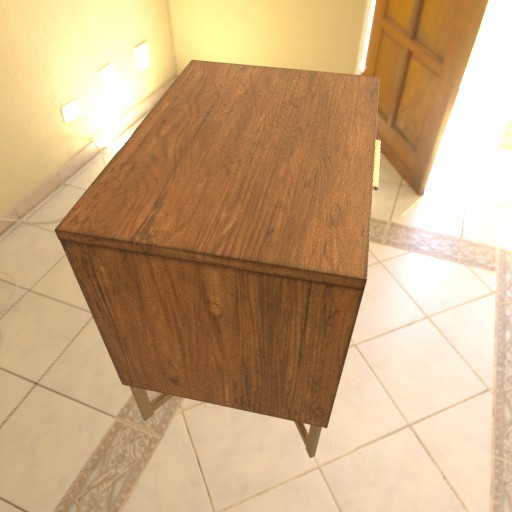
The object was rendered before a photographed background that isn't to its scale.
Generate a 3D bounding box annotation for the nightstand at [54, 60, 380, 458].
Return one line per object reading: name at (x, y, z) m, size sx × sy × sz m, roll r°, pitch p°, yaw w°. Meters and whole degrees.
nightstand at (0.000, 0.000, 1.012) m, size 0.446 × 0.610 × 0.610 m, roll 9°, pitch 46°, yaw 9°
